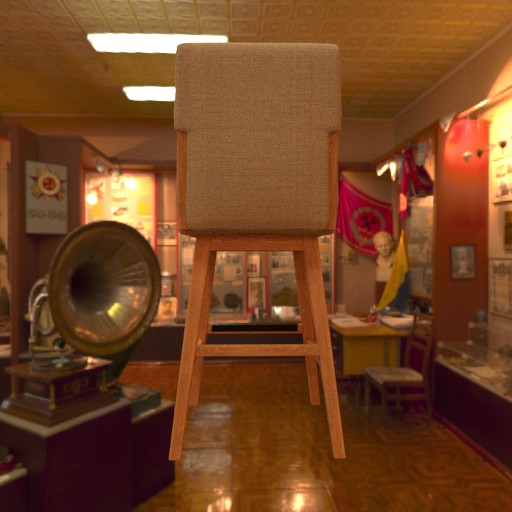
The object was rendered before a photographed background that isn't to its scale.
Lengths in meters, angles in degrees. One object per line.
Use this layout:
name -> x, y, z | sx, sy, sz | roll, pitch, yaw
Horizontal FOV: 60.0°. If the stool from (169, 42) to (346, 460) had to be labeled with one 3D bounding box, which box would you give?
stool -> 0.000, 0.000, 1.403 | 0.483, 1.106, 0.569 | 0, 1, -1
